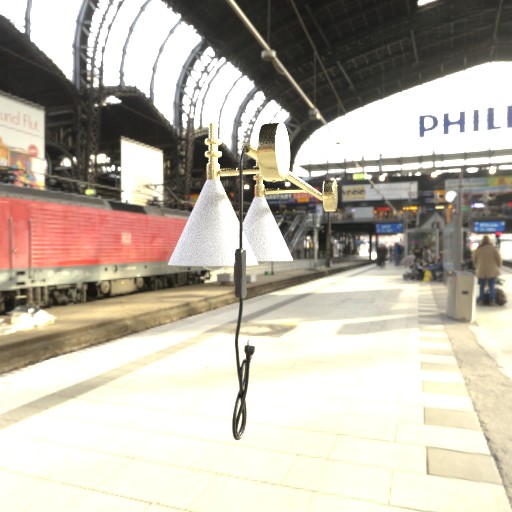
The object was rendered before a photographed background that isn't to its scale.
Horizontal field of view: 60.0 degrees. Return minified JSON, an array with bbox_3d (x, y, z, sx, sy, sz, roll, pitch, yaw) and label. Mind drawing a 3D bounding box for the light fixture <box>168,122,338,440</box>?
[{"bbox_3d":[0.000,0.000,0.884,0.239,0.468,0.642,0,1,18],"label":"light fixture"}]
